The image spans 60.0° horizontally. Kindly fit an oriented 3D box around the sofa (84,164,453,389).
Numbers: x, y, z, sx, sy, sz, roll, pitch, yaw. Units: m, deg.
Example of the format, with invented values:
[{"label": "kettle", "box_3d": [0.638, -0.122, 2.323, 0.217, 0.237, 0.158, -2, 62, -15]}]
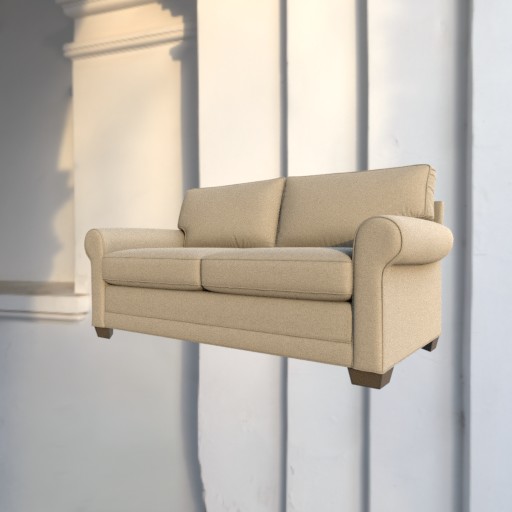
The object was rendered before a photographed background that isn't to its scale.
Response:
[{"label": "sofa", "box_3d": [0.000, 0.000, 2.434, 1.930, 0.952, 0.940, 1, 1, 35]}]
